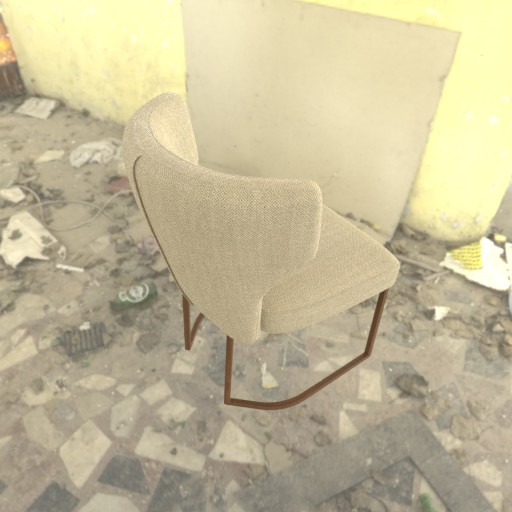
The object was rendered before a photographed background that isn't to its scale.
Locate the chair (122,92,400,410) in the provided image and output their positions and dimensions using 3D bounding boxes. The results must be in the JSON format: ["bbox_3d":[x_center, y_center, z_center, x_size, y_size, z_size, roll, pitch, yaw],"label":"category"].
[{"bbox_3d":[0.000,0.000,1.270,0.617,0.824,0.611,-24,46,-26],"label":"chair"}]
